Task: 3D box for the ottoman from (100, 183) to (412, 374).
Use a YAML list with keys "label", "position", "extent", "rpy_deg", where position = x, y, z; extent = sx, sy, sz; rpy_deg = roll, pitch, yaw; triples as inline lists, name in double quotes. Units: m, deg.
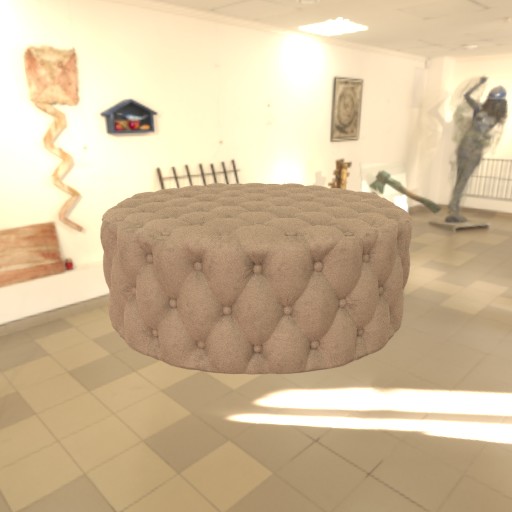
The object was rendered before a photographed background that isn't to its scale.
- label: "ottoman"
  position: [0.000, 0.000, 1.515]
  extent: [0.998, 0.399, 0.998]
  rpy_deg: [0, 17, 0]
